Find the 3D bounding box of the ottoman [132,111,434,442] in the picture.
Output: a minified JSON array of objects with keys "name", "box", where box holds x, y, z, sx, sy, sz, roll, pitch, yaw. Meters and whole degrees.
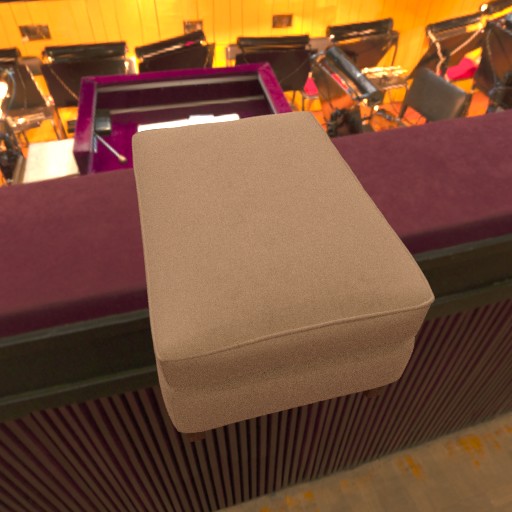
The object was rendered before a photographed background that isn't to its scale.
[{"name":"ottoman","box":[0.000,0.000,1.011,0.501,0.456,0.665,-10,47,-10]}]
